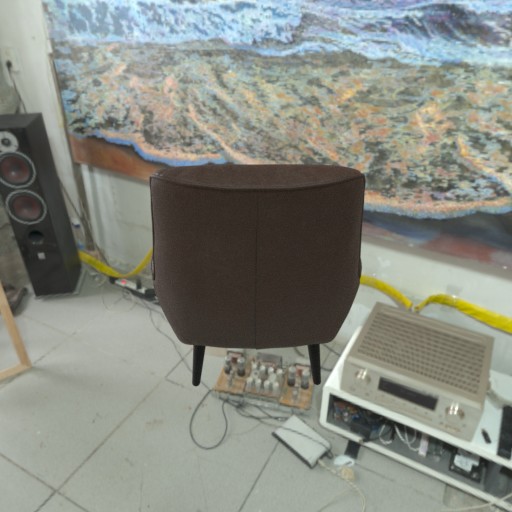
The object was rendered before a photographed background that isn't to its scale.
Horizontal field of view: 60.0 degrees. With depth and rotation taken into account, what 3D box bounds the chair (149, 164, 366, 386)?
[{"bbox_3d":[0.000,0.000,1.545,0.787,0.888,0.824,0,31,-1],"label":"chair"}]
